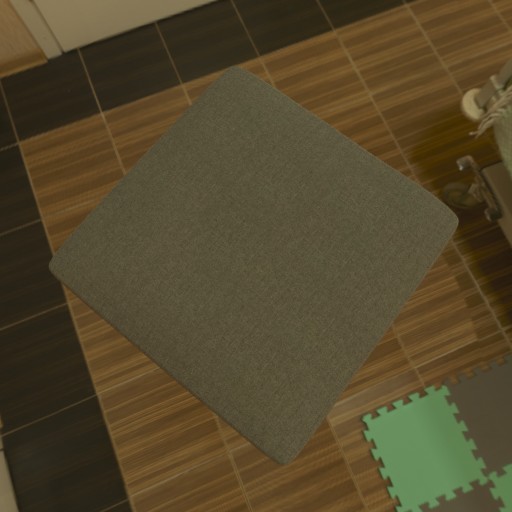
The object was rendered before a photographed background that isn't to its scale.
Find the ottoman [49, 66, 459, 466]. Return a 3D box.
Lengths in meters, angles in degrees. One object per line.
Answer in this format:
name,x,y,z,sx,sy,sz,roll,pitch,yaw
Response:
ottoman,0.000,0.000,1.367,0.843,0.436,0.840,37,78,9
